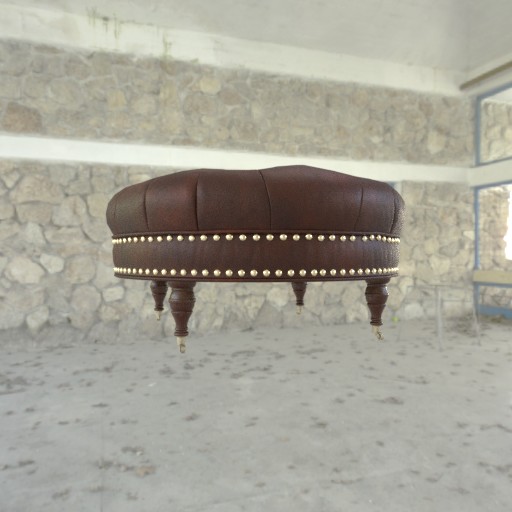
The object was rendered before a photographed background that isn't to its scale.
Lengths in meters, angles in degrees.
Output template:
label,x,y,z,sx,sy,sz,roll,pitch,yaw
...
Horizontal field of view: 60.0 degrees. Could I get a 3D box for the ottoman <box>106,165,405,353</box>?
label,x,y,z,sx,sy,sz,roll,pitch,yaw
ottoman,0.000,0.000,1.387,0.901,0.455,0.901,0,0,0
